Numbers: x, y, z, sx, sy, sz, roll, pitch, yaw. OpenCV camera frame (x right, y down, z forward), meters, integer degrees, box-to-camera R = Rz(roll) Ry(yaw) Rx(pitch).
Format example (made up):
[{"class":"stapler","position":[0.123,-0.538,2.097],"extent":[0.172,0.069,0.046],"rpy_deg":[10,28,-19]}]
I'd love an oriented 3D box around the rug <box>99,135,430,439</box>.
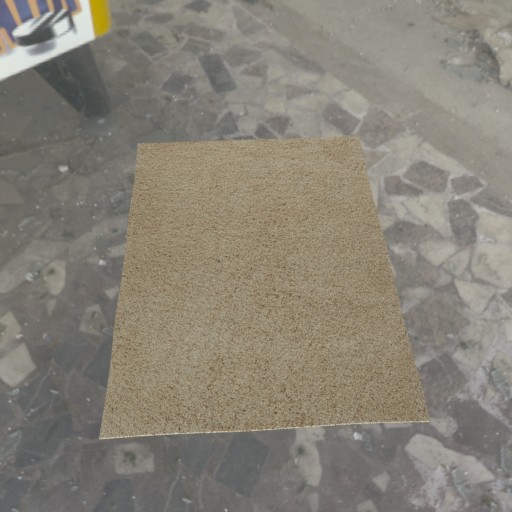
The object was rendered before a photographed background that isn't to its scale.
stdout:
[{"class":"rug","position":[0.000,0.000,4.017],"extent":[2.400,0.025,3.000],"rpy_deg":[-2,57,-2]}]
